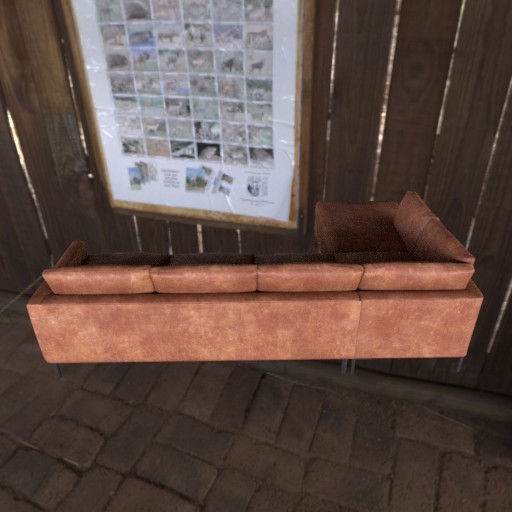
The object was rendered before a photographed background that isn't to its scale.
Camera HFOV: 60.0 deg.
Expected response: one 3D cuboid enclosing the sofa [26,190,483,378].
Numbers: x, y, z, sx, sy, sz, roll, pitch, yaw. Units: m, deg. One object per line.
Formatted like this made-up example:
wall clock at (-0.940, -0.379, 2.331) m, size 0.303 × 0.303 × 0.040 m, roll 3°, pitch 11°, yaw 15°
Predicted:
sofa at (0.000, 0.000, 3.769) m, size 2.984 × 0.877 × 1.938 m, roll -1°, pitch 30°, yaw -1°
